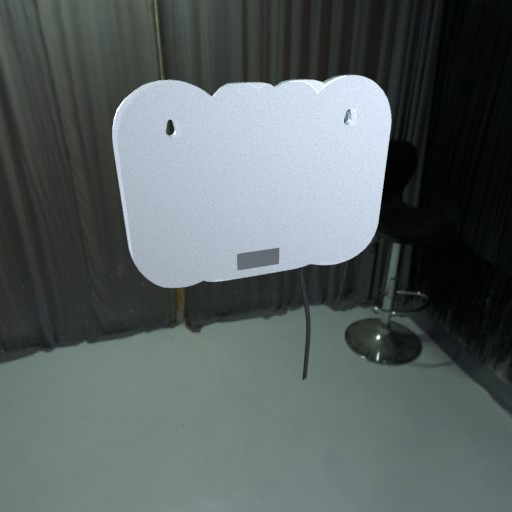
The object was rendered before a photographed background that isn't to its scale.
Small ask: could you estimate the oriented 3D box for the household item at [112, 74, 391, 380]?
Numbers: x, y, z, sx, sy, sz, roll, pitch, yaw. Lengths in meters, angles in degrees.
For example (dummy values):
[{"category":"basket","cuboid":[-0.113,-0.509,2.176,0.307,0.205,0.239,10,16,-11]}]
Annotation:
[{"category":"household item","cuboid":[0.000,0.000,0.387,0.211,0.294,0.042,-9,28,-17]}]
